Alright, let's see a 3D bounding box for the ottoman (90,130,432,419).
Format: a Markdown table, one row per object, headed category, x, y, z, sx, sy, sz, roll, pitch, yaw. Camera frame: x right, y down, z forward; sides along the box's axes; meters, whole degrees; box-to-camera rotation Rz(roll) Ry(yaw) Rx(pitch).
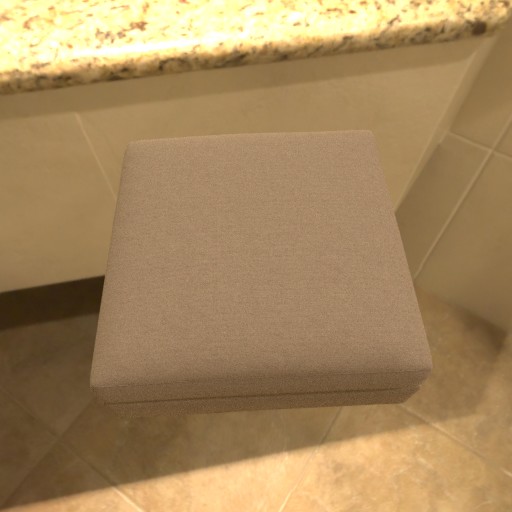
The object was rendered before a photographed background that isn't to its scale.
| category | x | y | z | sx | sy | sz | roll | pitch | yaw |
| --- | --- | --- | --- | --- | --- | --- | --- | --- | --- |
| ottoman | 0.000 | 0.000 | 1.650 | 1.041 | 0.470 | 1.041 | -2 | 58 | -1 |
